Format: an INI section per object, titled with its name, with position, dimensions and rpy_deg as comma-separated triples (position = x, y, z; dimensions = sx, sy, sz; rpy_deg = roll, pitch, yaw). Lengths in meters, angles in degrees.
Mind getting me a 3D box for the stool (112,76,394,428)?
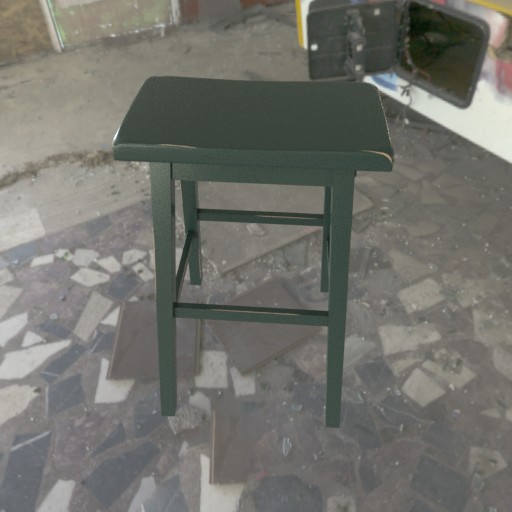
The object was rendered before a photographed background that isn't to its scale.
[stool]
position = 0.000, 0.000, 1.033
dimensions = 0.457, 0.737, 0.476
rpy_deg = 3, 46, 3
